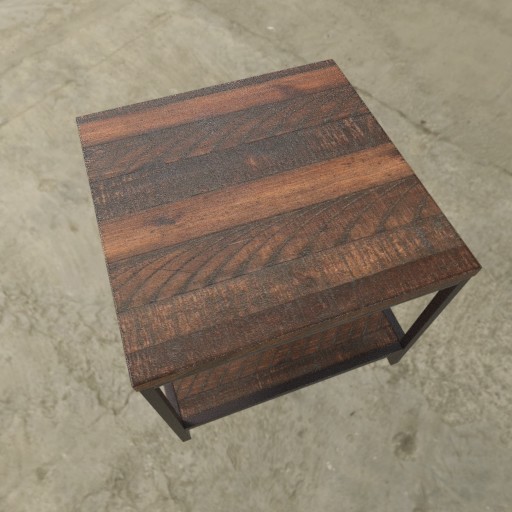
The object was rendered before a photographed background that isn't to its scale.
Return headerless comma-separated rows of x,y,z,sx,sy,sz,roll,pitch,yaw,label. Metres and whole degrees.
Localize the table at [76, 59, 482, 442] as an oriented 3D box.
0.000,0.000,0.978,0.548,0.482,0.553,-17,60,-10,table
